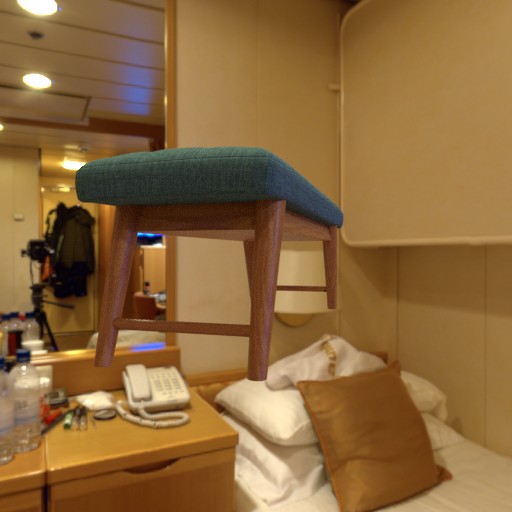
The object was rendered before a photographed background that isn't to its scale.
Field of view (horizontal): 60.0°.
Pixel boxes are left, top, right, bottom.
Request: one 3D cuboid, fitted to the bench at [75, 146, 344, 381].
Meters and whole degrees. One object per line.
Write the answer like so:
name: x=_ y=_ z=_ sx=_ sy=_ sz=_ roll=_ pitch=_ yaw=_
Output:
bench: x=0.000 y=0.000 z=1.337 sx=0.406 sy=0.432 sz=1.118 roll=0 pitch=0 yaw=17
